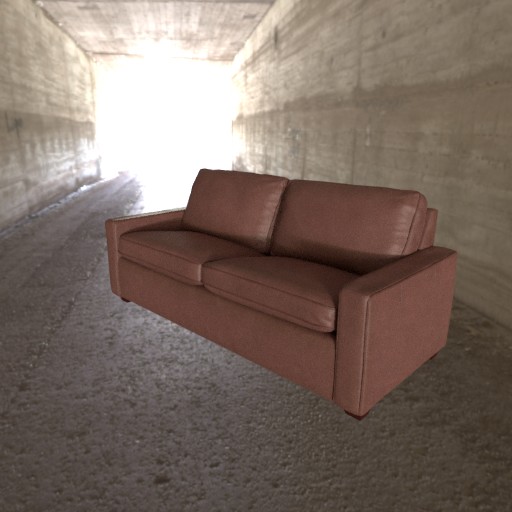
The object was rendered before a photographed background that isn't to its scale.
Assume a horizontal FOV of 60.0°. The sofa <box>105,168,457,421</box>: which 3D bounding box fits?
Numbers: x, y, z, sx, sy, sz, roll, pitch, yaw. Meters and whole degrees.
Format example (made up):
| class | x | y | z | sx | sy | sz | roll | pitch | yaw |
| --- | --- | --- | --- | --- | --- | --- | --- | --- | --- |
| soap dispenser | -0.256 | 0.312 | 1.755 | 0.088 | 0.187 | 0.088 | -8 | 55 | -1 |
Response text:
| class | x | y | z | sx | sy | sz | roll | pitch | yaw |
| --- | --- | --- | --- | --- | --- | --- | --- | --- | --- |
| sofa | 0.000 | 0.000 | 2.692 | 2.080 | 0.919 | 0.940 | 15 | 22 | 42 |
